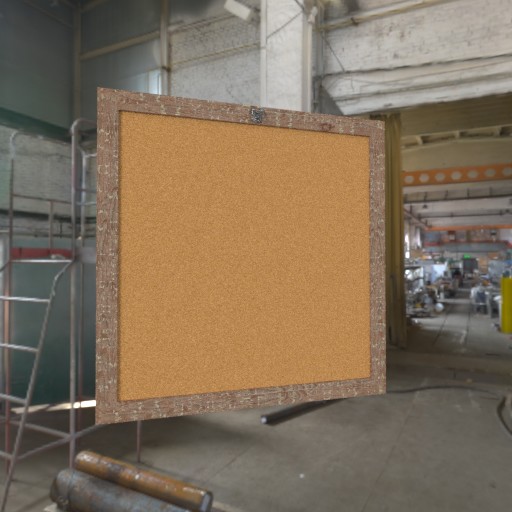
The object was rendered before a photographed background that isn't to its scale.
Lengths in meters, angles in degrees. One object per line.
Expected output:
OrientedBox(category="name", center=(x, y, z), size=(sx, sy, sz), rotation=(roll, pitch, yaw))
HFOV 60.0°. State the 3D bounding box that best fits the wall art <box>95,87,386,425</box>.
OrientedBox(category="wall art", center=(0.000, 0.000, 0.561), size=(0.380, 0.380, 0.022), rotation=(0, -1, -19))
